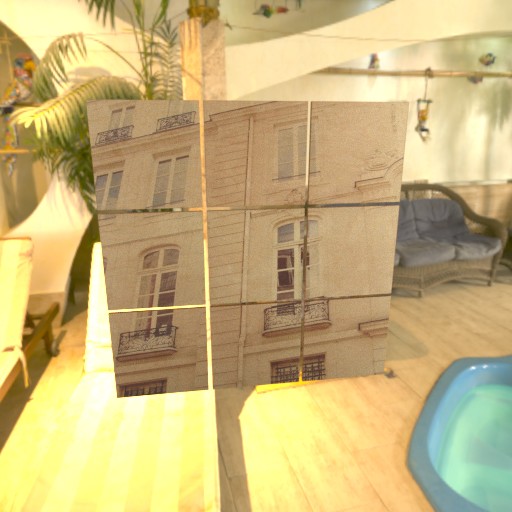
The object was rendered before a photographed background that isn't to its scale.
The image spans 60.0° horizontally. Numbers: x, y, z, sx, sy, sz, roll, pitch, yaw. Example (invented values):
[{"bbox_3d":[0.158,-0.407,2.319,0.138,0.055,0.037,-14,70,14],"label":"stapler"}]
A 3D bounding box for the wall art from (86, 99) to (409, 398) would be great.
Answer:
[{"bbox_3d":[0.000,0.000,1.380,0.915,0.913,0.018,-3,17,-9],"label":"wall art"}]
